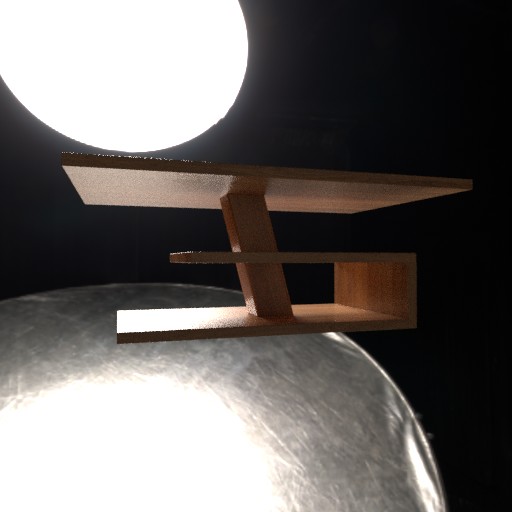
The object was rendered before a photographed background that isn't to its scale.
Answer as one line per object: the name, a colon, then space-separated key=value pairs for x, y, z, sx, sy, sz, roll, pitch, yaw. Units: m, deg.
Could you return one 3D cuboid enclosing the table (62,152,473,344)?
table: x=0.000 y=0.000 z=1.456 sx=1.100 sy=0.442 sz=0.700 roll=0 pitch=0 yaw=-17
